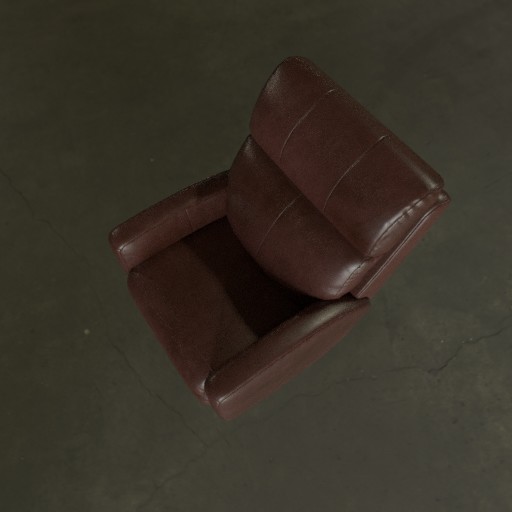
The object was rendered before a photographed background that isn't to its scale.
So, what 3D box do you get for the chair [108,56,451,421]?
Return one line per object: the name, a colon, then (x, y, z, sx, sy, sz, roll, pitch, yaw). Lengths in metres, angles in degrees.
chair: (0.000, 0.000, 1.677, 0.939, 1.016, 0.787, -33, 67, -16)
